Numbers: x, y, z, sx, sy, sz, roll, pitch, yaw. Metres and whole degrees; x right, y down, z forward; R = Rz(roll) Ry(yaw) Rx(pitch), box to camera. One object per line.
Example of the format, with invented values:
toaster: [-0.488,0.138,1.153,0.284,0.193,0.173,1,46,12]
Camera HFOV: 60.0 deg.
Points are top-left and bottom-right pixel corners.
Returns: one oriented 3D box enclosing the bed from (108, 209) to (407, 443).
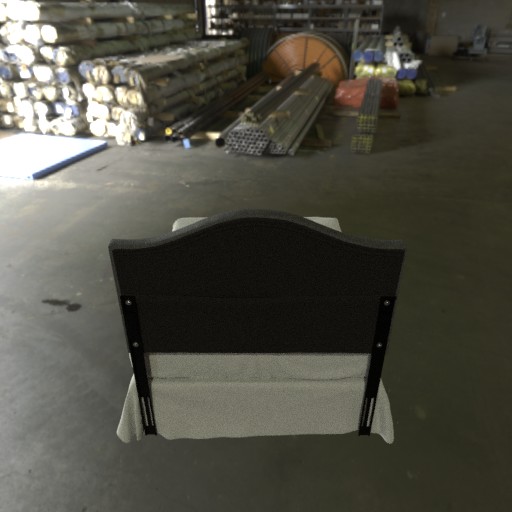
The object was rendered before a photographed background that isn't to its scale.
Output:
bed: [0.000,0.000,3.525,1.876,1.645,2.221,0,29,0]
